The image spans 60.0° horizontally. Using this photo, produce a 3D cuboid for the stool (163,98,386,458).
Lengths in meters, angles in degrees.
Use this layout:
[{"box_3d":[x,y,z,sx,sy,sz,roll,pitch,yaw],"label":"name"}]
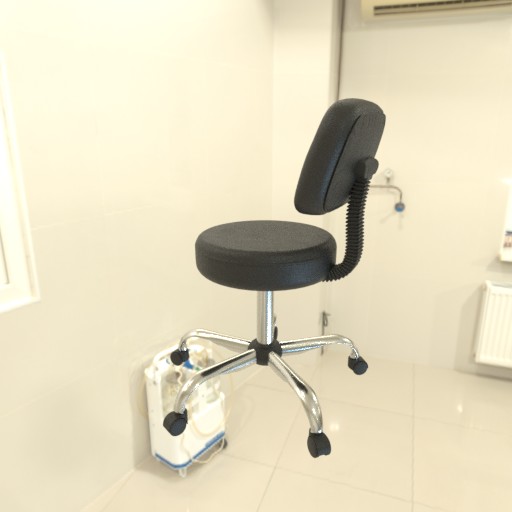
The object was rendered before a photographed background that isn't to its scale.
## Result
[{"box_3d":[0.000,0.000,1.306,0.648,0.862,0.673,8,19,25],"label":"stool"}]
